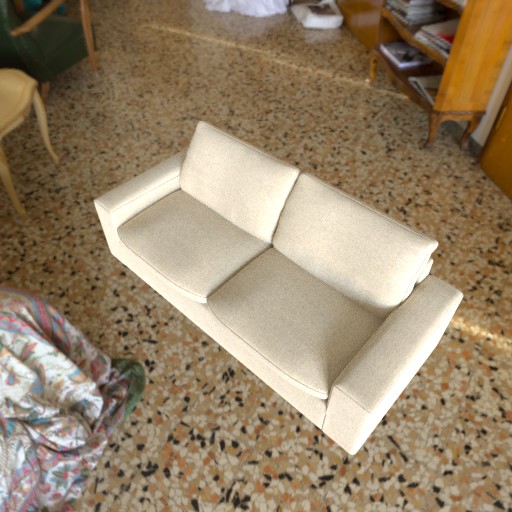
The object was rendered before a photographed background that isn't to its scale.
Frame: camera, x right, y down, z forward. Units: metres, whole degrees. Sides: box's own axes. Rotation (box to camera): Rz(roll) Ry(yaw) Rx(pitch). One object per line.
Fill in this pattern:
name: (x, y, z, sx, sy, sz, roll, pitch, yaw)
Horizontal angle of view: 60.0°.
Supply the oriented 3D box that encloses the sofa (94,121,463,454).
sofa: (0.000, 0.000, 2.889, 2.299, 0.922, 1.040, 34, 55, 28)
